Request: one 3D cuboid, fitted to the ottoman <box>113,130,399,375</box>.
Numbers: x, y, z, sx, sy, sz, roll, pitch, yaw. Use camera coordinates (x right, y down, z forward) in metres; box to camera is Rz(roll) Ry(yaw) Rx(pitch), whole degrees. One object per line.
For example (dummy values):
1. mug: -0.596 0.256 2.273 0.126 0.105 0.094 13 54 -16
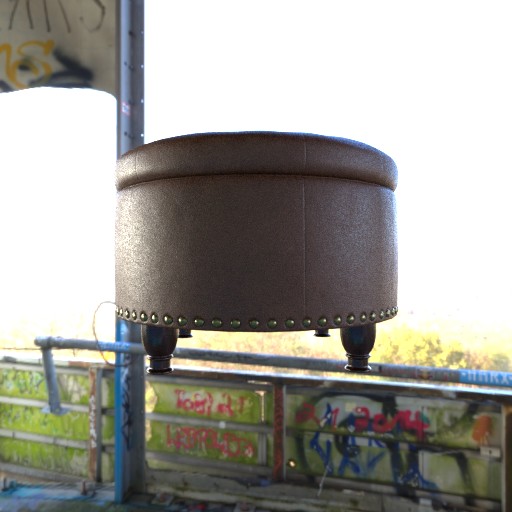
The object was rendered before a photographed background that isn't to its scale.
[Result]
1. ottoman: 0.000 0.000 1.038 0.637 0.442 0.637 0 0 0
